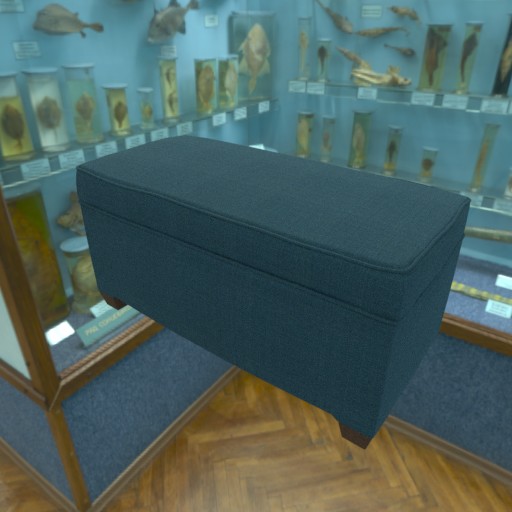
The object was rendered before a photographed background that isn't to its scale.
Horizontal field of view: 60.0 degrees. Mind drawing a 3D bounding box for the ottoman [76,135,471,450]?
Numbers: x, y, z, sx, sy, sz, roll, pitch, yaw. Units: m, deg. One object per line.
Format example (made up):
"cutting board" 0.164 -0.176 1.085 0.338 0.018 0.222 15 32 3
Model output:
"ottoman" 0.000 0.000 1.207 0.943 0.474 0.474 20 35 32
